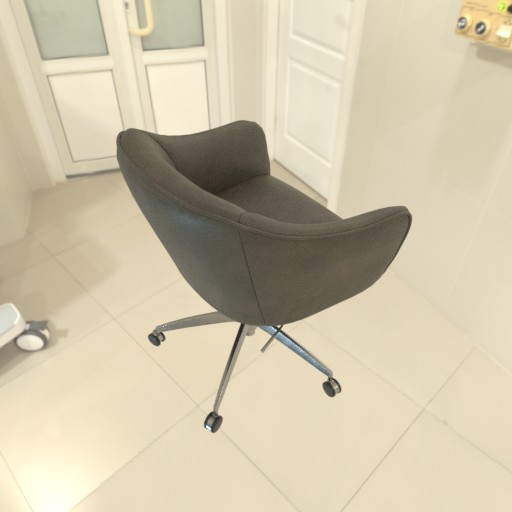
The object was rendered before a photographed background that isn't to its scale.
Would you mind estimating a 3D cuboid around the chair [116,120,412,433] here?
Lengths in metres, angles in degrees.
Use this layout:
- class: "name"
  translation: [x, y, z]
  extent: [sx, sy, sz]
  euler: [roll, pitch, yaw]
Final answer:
- class: "chair"
  translation: [0.000, 0.000, 1.383]
  extent: [0.689, 0.827, 0.713]
  euler: [-27, 48, -27]
